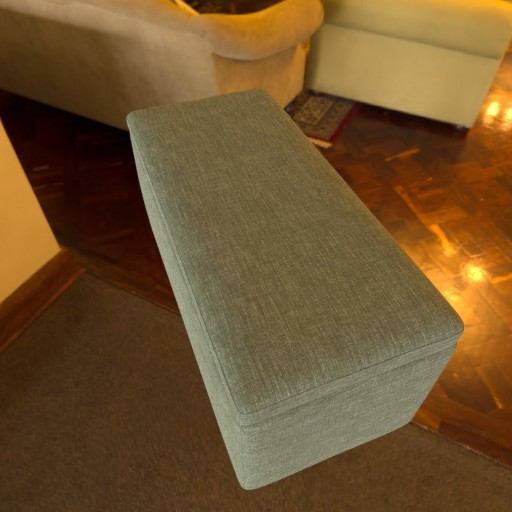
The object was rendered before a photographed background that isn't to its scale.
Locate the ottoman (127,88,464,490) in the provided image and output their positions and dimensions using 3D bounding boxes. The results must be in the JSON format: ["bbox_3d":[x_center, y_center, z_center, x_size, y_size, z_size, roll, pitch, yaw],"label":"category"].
[{"bbox_3d":[0.000,0.000,1.079,0.419,0.432,0.902,-16,49,-14],"label":"ottoman"}]
